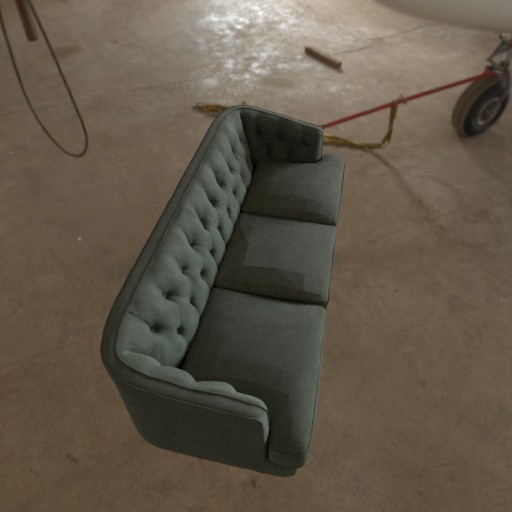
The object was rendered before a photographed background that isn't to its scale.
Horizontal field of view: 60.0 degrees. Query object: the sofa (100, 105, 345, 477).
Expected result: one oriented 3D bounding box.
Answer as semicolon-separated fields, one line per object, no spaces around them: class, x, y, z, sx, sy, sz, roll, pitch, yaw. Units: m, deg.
sofa;0.000;0.000;2.682;0.941;0.855;2.278;9;47;8
